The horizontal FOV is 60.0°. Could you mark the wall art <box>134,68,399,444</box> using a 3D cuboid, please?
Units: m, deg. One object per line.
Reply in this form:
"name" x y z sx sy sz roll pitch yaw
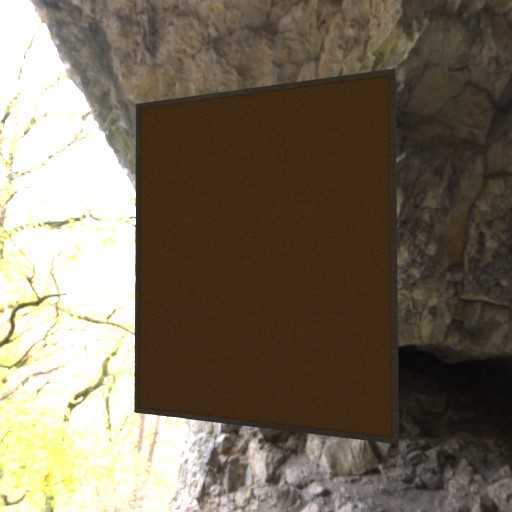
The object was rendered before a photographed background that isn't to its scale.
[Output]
"wall art" 0.000 0.000 0.694 0.421 0.521 0.032 -1 -2 18
